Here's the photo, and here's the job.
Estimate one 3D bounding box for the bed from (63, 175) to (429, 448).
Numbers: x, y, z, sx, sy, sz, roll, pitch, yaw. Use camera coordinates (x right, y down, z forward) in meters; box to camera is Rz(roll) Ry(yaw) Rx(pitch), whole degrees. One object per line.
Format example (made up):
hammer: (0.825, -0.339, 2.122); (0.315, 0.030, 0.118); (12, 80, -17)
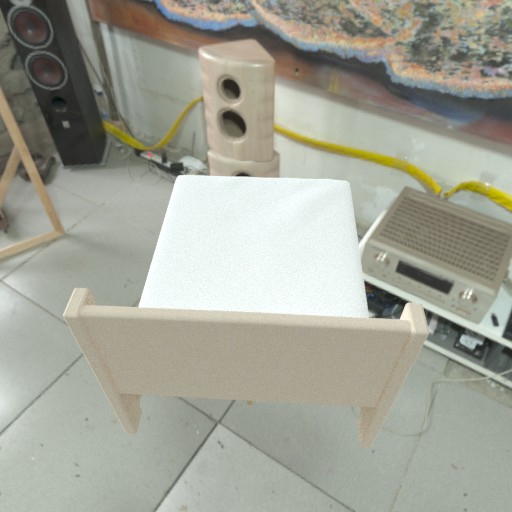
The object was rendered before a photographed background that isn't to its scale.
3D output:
bed: (0.000, 0.000, 3.442); (1.778, 1.471, 2.293); (2, 47, 2)
